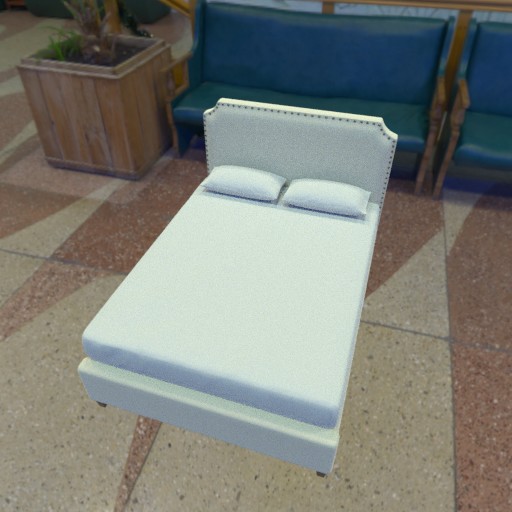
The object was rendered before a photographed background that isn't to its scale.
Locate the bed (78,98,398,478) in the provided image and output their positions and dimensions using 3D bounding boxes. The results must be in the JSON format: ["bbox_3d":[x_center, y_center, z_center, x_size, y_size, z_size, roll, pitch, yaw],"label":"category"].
[{"bbox_3d":[0.000,0.000,3.348,1.703,1.415,2.329,12,42,14],"label":"bed"}]
